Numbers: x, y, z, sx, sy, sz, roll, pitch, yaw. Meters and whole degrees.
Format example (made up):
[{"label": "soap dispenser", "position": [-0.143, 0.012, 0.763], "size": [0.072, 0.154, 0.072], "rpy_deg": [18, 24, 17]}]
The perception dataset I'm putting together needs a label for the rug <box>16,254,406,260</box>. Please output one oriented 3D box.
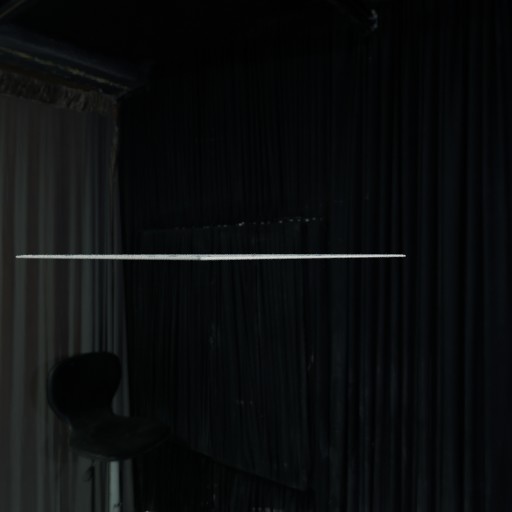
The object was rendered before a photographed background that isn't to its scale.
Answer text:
[{"label": "rug", "position": [0.000, 0.000, 1.418], "size": [0.605, 0.007, 1.220], "rpy_deg": [0, 0, 34]}]
